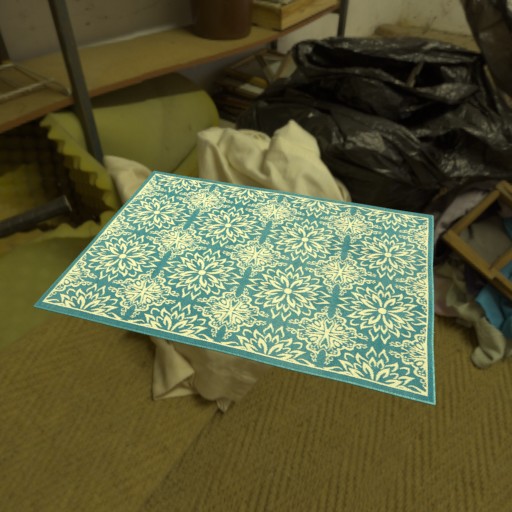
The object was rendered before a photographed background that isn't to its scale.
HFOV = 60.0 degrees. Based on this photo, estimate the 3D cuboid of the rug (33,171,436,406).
[{"bbox_3d":[0.000,0.000,2.861,2.205,0.012,1.554,11,43,12],"label":"rug"}]
